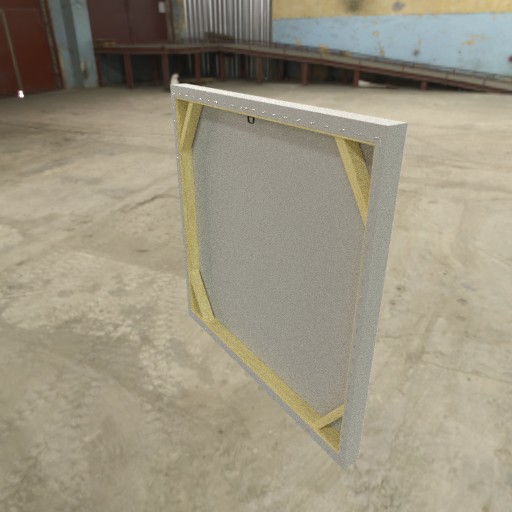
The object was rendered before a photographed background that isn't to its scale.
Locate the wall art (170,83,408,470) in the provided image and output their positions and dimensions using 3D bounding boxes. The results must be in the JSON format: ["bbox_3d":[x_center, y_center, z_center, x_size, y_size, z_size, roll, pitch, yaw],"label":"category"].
[{"bbox_3d":[0.000,0.000,0.903,0.038,0.610,0.610,-17,31,-31],"label":"wall art"}]
